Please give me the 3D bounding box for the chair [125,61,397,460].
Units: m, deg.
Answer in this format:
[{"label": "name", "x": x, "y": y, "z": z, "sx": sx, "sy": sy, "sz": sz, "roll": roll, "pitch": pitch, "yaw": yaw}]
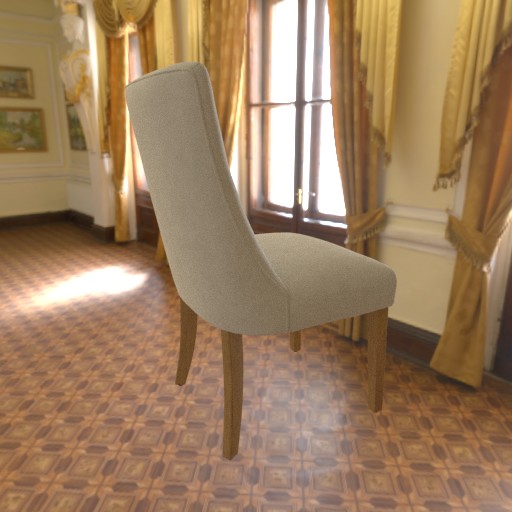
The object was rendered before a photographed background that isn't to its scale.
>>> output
[{"label": "chair", "x": 0.000, "y": 0.000, "z": 1.220, "sx": 0.610, "sy": 0.902, "sz": 0.495, "roll": -8, "pitch": 17, "yaw": -27}]
